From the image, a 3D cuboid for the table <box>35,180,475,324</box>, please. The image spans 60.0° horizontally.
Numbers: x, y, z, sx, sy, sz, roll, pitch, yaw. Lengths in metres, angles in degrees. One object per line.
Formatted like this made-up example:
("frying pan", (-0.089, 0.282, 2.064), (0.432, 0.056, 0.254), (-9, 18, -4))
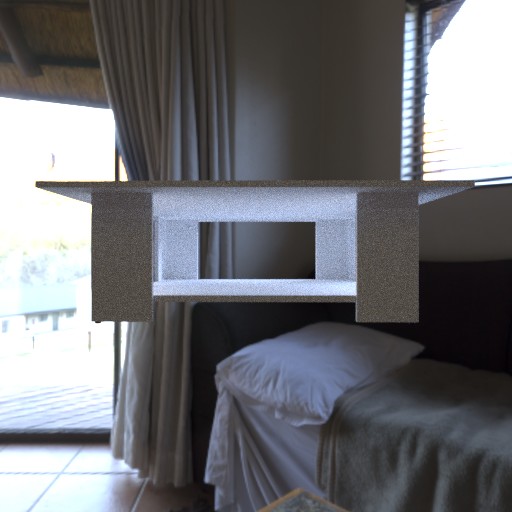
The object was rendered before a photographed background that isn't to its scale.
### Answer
("table", (0.000, 0.000, 1.340), (0.890, 0.305, 0.890), (0, 0, 1))
